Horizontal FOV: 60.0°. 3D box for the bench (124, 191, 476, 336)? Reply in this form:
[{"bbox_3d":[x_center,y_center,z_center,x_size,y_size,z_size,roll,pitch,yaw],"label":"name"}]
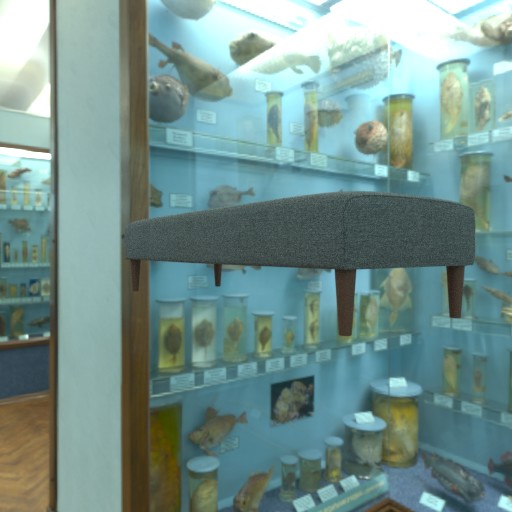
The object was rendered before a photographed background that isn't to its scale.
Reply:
[{"bbox_3d":[0.000,0.000,1.888,0.631,0.384,1.598,-1,1,-35],"label":"bench"}]
